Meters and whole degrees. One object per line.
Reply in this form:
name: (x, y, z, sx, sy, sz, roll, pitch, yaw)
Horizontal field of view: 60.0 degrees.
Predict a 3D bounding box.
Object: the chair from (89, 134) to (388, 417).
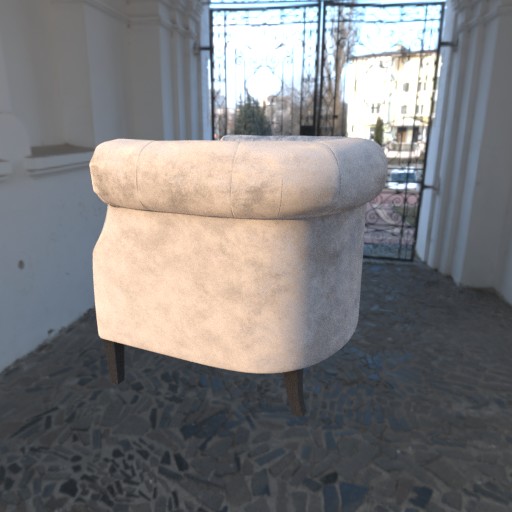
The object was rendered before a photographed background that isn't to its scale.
chair: (0.000, 0.000, 1.584, 0.851, 0.826, 0.904, 8, 18, 24)
